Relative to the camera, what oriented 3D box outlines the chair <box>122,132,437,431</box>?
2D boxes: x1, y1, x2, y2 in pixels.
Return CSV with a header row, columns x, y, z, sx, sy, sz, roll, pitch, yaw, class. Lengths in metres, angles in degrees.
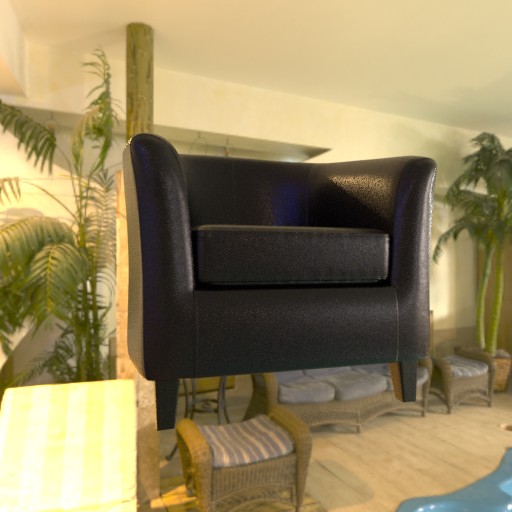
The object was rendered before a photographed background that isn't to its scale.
x,y,z,sx,sy,sz,roll,pitch,yaw,class
0.000,0.000,1.364,0.793,0.756,0.727,0,-1,-18,chair
